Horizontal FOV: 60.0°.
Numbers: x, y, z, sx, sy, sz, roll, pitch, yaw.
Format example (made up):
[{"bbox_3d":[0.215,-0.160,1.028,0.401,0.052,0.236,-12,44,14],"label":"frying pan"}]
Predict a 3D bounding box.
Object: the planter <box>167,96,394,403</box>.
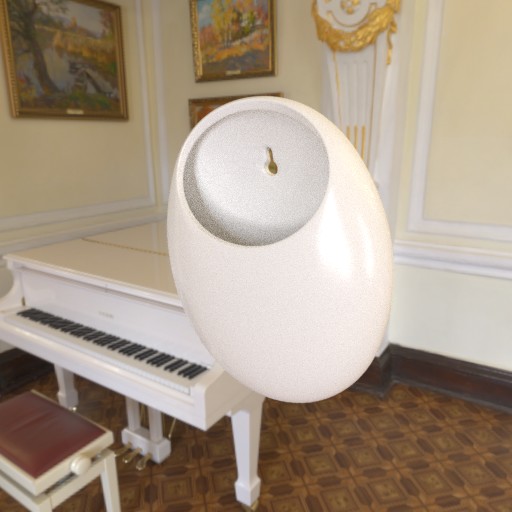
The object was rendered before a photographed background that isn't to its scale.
[{"bbox_3d":[0.000,0.000,0.276,0.043,0.188,0.185,-14,20,-43],"label":"planter"}]
